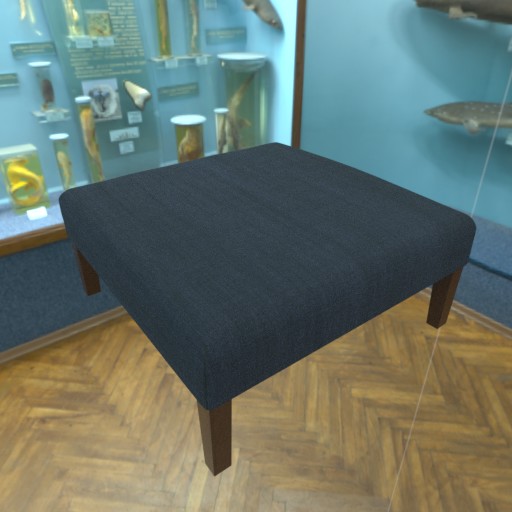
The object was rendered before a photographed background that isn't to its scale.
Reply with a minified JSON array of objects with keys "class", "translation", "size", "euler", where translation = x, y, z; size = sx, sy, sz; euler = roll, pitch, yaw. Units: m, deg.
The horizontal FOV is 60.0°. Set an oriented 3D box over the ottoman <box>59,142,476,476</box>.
[{"class":"ottoman","translation":[0.000,0.000,1.382],"size":[0.889,0.411,0.890],"euler":[-21,37,-31]}]
